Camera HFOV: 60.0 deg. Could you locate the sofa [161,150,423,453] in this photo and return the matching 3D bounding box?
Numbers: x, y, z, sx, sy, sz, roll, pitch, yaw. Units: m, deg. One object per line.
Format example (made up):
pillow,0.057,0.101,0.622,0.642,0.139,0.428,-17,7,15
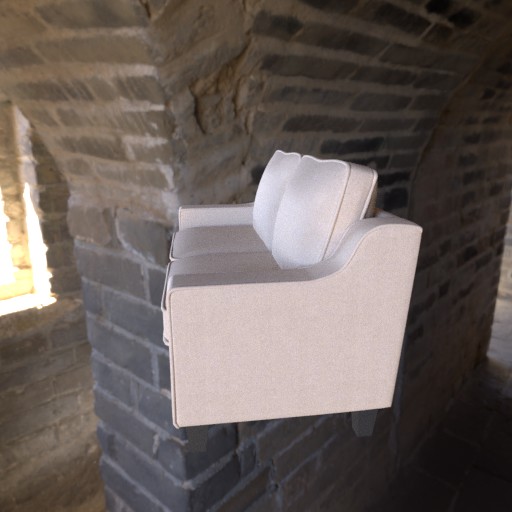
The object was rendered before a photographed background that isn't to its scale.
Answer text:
sofa,0.000,0.000,3.481,1.351,1.562,2.587,-2,15,-8
